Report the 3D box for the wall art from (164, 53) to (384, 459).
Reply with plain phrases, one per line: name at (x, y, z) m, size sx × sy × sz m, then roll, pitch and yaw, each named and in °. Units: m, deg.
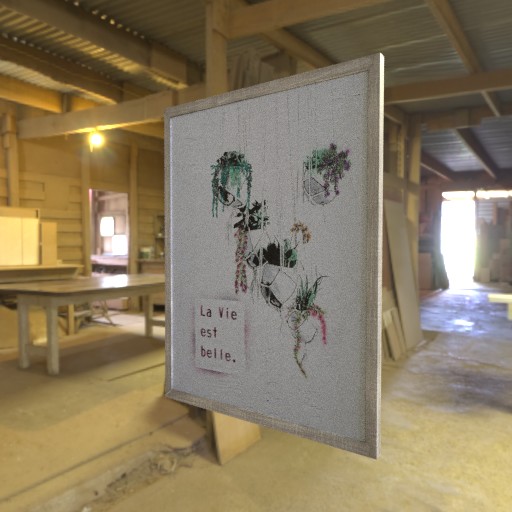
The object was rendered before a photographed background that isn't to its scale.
wall art at (0.000, 0.000, 1.354) m, size 0.781 × 1.022 × 0.035 m, roll 1°, pitch 2°, yaw 36°
